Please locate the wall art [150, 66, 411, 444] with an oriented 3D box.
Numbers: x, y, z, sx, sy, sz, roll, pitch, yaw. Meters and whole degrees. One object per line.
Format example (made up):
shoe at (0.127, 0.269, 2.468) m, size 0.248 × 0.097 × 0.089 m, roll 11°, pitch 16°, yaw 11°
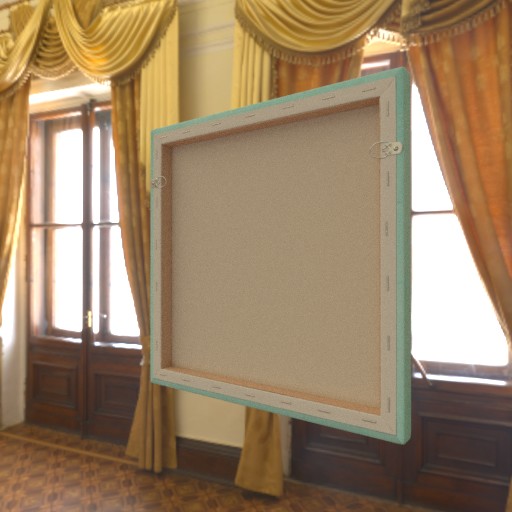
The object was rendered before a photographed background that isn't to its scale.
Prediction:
wall art at (0.000, 0.000, 1.583) m, size 1.071 × 1.073 × 0.070 m, roll 0°, pitch 0°, yaw 36°
